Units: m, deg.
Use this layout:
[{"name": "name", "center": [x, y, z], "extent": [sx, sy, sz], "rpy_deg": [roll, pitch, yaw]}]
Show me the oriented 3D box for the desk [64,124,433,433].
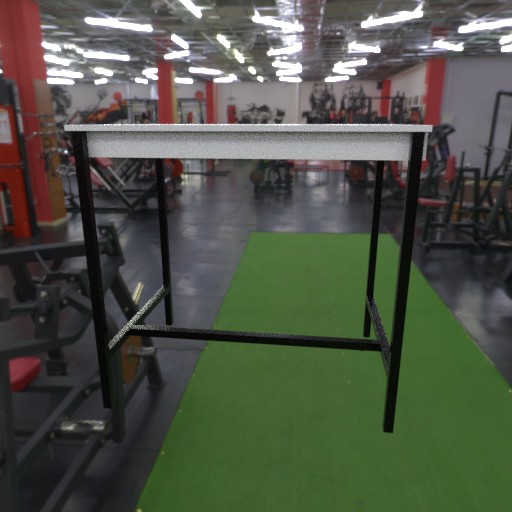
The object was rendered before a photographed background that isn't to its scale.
[{"name": "desk", "center": [0.000, 0.000, 1.347], "extent": [0.811, 0.766, 0.573], "rpy_deg": [2, 17, 7]}]
